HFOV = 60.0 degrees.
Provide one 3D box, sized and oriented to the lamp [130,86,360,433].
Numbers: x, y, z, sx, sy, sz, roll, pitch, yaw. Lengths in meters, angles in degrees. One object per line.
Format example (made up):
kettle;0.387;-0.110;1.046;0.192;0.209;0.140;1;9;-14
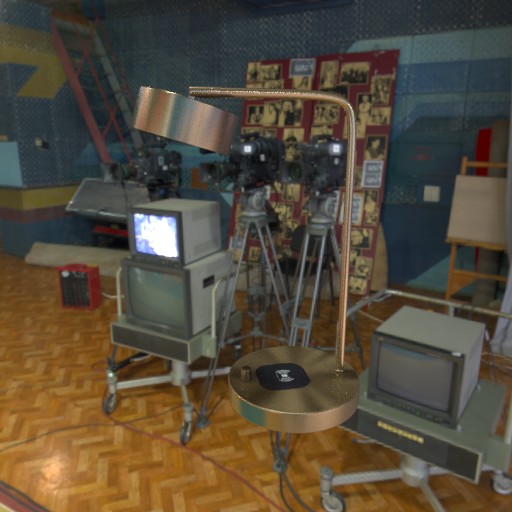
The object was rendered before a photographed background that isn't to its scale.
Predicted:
lamp;0.000;0.000;0.531;0.270;0.380;0.171;-3;15;-10
